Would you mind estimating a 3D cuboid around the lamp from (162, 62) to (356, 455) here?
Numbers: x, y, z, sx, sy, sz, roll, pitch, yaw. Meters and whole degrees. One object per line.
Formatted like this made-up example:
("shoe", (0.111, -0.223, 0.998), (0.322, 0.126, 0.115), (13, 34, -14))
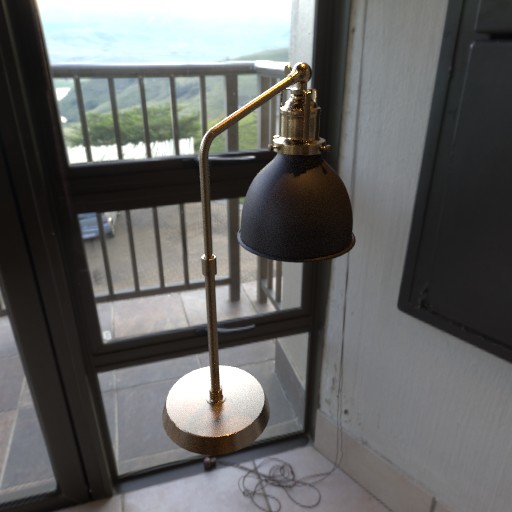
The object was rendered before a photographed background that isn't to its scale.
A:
("lamp", (0.000, 0.000, 0.573), (0.291, 0.456, 0.160), (-17, 31, -31))
